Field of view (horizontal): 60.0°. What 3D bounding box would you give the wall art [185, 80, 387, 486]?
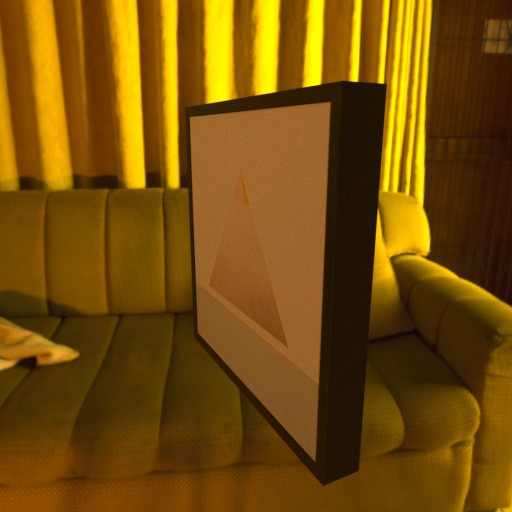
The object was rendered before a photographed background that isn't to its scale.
[{"bbox_3d":[0.000,0.000,0.452,0.037,0.303,0.304,-8,17,-26],"label":"wall art"}]
